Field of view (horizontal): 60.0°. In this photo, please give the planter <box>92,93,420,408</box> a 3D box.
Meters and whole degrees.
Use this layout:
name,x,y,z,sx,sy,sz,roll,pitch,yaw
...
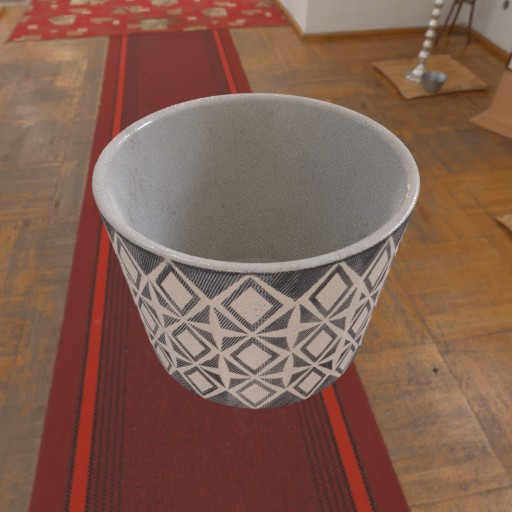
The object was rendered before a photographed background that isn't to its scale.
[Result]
name,x,y,z,sx,sy,sz,roll,pitch,yaw
planter,0.000,0.000,0.438,0.260,0.220,0.260,0,43,0
